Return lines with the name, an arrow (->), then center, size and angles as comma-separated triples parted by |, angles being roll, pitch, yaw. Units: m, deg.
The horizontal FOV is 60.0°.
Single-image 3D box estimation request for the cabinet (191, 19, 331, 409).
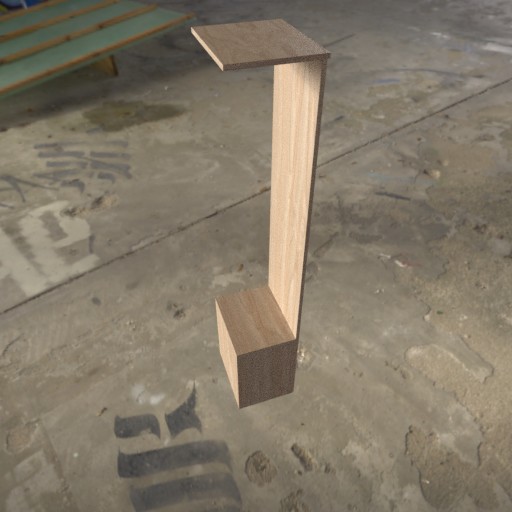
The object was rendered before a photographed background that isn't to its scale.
cabinet -> 0.000, 0.000, 2.059 | 0.338, 1.879, 0.411 | -13, 43, -14
